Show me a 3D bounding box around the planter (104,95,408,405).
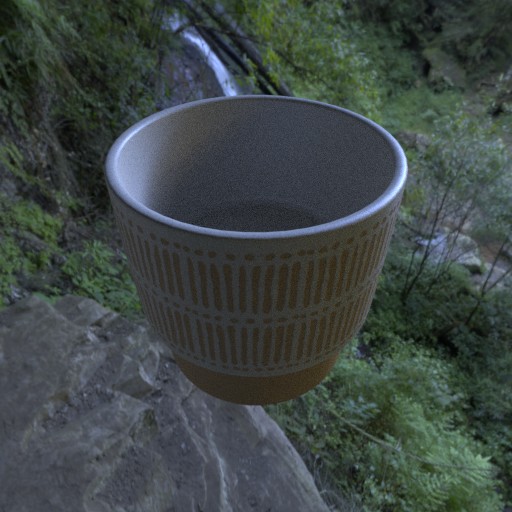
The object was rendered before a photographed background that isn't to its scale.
[{"bbox_3d":[0.000,0.000,0.573,0.317,0.303,0.317,0,40,0],"label":"planter"}]
